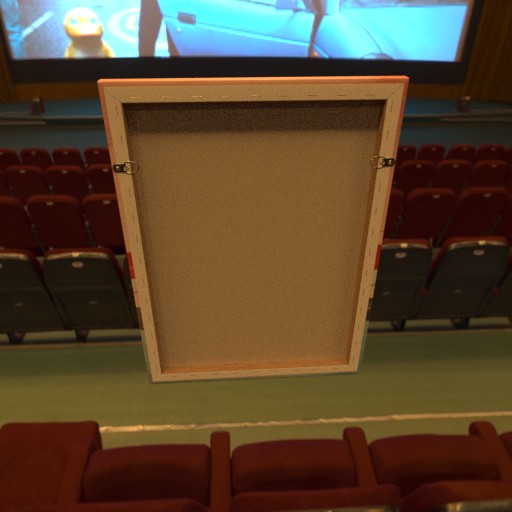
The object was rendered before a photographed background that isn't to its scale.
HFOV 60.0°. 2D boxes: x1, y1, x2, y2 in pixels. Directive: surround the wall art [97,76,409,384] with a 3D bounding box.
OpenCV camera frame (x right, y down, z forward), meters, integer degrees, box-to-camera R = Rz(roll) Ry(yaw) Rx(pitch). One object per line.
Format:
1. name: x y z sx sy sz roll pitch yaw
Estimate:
1. wall art: 0.000 0.000 1.351 0.761 1.016 0.039 -2 31 -3
